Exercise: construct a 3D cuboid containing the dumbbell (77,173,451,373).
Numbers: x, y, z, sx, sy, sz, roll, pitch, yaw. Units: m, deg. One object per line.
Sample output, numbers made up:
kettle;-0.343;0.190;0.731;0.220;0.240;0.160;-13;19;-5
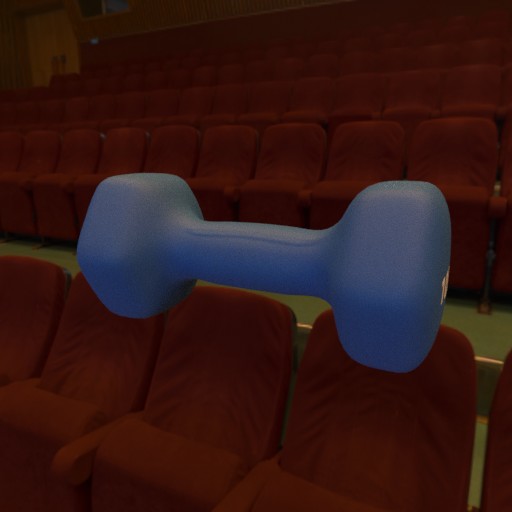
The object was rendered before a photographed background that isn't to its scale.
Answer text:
dumbbell;0.000;0.000;0.265;0.212;0.093;0.103;7;15;26
